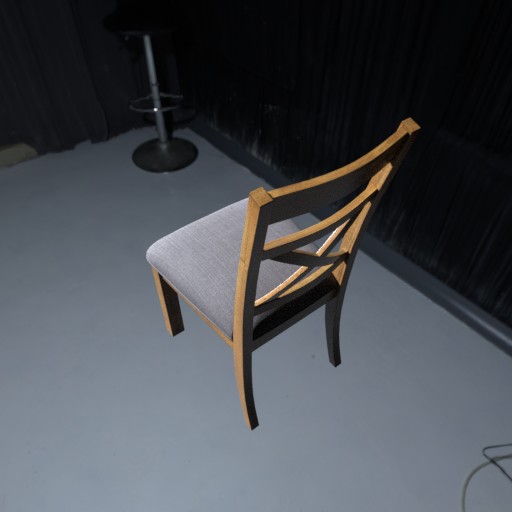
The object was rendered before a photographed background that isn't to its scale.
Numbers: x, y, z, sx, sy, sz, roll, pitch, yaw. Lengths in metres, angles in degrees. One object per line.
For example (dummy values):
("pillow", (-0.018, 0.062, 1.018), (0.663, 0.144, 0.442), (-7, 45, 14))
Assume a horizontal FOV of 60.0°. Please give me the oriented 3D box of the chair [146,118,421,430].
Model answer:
("chair", (0.000, 0.000, 1.286), (0.470, 0.949, 0.581), (-29, 52, -25))
